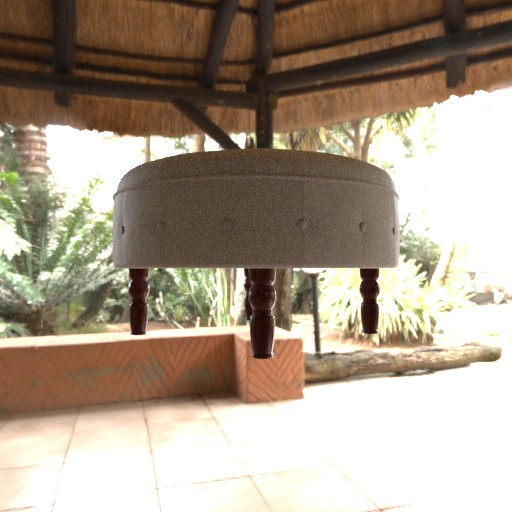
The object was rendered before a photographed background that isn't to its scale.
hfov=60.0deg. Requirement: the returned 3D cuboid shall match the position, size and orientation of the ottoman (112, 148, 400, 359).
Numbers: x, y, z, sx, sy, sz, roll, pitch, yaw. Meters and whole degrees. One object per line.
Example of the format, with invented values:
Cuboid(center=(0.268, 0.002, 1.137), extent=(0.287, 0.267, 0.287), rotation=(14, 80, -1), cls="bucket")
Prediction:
Cuboid(center=(0.000, 0.000, 1.373), extent=(0.849, 0.478, 0.849), rotation=(0, -2, 0), cls="ottoman")
